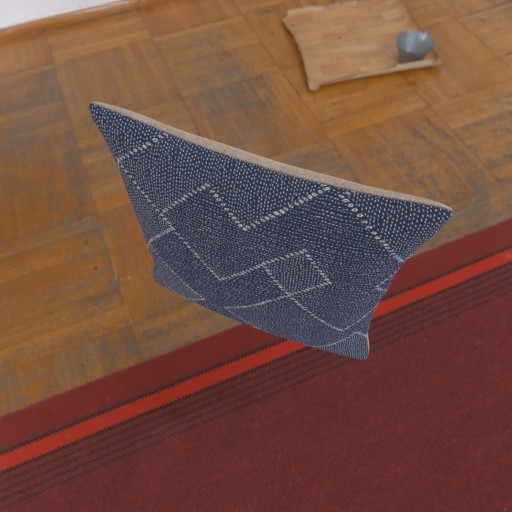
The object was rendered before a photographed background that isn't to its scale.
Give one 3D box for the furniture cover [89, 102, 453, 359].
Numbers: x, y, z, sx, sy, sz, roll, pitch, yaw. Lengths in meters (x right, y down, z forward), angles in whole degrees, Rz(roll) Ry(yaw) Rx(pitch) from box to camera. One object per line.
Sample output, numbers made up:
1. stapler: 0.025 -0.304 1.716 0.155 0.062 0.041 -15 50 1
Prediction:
1. furniture cover: 0.000 0.000 0.780 0.511 0.503 0.162 19 60 11
